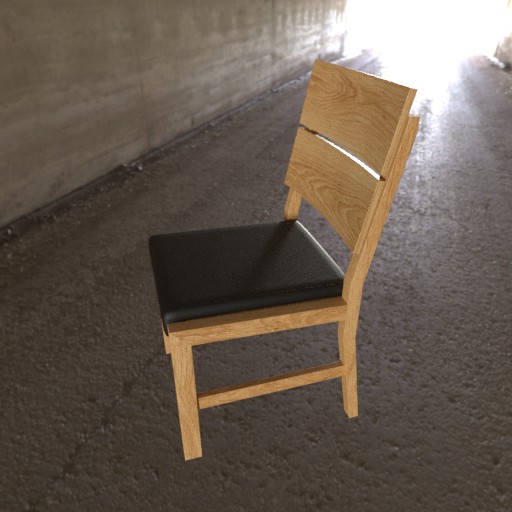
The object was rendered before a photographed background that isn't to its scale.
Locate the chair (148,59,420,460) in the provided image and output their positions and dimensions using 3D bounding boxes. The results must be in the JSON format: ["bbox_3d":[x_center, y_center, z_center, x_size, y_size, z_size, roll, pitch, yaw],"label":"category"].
[{"bbox_3d":[0.000,0.000,1.246,0.569,0.950,0.475,-9,32,-14],"label":"chair"}]
